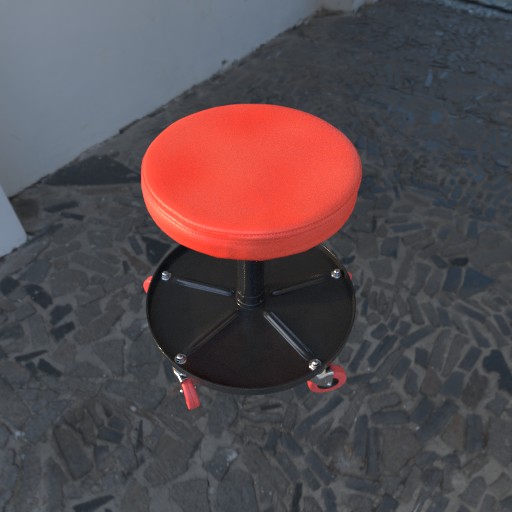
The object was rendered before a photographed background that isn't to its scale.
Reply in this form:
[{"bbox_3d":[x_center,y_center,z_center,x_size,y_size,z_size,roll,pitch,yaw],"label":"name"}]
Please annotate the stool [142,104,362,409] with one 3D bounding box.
[{"bbox_3d":[0.000,0.000,0.679,0.382,0.365,0.381,-33,55,-27],"label":"stool"}]
